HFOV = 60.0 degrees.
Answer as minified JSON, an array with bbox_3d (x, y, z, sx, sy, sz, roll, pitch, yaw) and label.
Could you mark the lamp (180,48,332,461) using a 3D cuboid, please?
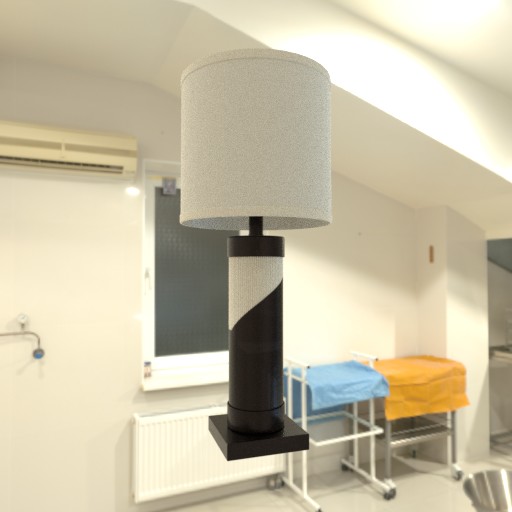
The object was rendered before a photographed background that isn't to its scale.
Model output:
[{"bbox_3d":[0.000,0.000,0.621,0.211,0.509,0.211,0,-1,-18],"label":"lamp"}]
